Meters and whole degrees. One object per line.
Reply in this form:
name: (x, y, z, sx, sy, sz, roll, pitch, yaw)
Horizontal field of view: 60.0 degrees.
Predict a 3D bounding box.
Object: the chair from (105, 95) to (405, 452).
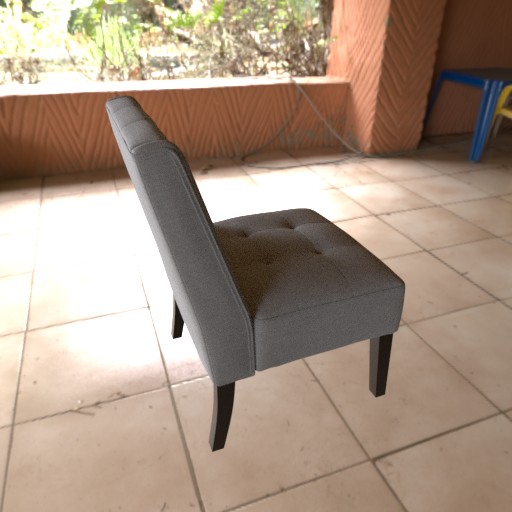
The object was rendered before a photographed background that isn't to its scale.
chair: (0.000, 0.000, 1.289, 0.676, 0.853, 0.569, -11, 30, -19)
